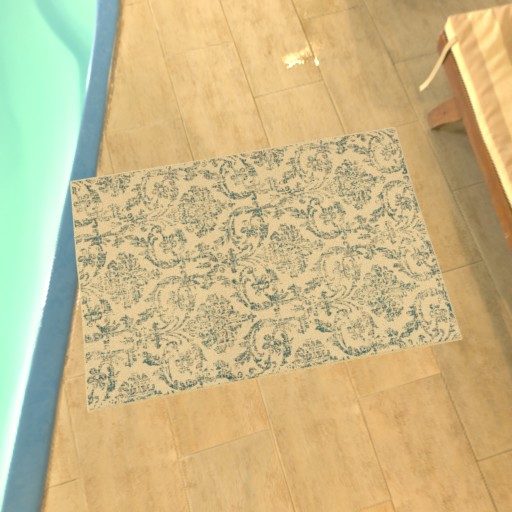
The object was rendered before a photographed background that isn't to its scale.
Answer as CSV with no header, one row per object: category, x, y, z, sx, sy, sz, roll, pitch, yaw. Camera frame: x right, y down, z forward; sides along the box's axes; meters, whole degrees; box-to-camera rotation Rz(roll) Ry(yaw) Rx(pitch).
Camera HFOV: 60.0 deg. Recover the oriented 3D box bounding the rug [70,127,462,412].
rug,0.000,0.000,3.438,2.746,0.018,1.819,-10,74,-3
